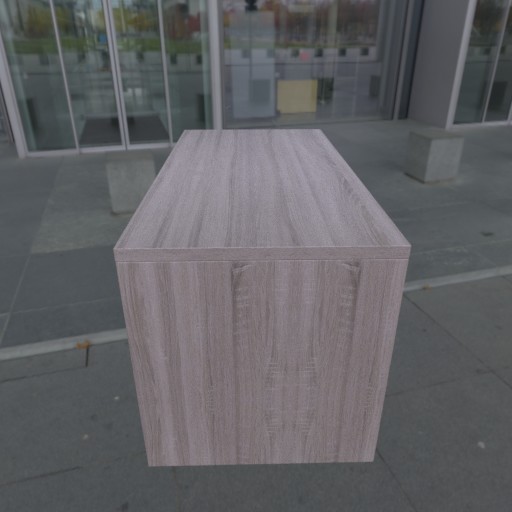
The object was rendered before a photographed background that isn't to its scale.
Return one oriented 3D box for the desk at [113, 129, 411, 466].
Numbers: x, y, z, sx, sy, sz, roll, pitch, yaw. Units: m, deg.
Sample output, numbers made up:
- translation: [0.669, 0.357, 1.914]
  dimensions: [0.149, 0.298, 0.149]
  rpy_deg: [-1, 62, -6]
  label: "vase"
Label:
- translation: [0.000, 0.000, 1.808]
  dimensions: [0.690, 0.745, 1.380]
  rpy_deg: [-1, 27, -1]
  label: "desk"
